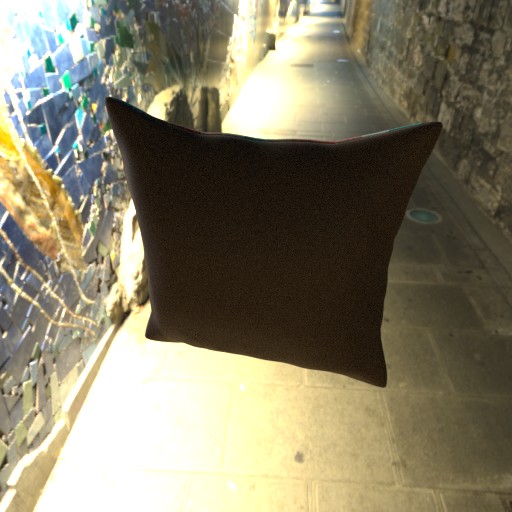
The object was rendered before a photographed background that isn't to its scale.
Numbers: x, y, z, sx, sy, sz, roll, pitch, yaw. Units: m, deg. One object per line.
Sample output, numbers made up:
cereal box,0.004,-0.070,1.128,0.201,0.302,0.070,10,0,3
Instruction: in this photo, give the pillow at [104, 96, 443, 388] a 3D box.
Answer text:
pillow,0.000,0.000,0.682,0.453,0.443,0.168,9,32,15
